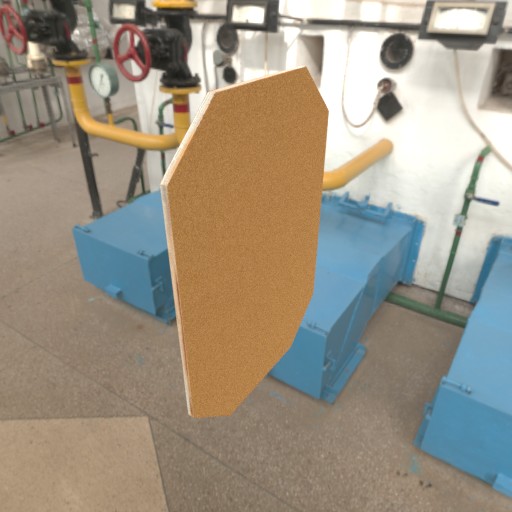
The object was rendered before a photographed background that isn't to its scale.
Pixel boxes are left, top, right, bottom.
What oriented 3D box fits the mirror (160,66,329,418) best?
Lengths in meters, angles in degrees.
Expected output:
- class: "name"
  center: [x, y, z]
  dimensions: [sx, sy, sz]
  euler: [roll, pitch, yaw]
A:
- class: "mirror"
  center: [0.000, 0.000, 1.331]
  dimensions: [0.061, 1.015, 0.709]
  euler: [20, 37, 29]
